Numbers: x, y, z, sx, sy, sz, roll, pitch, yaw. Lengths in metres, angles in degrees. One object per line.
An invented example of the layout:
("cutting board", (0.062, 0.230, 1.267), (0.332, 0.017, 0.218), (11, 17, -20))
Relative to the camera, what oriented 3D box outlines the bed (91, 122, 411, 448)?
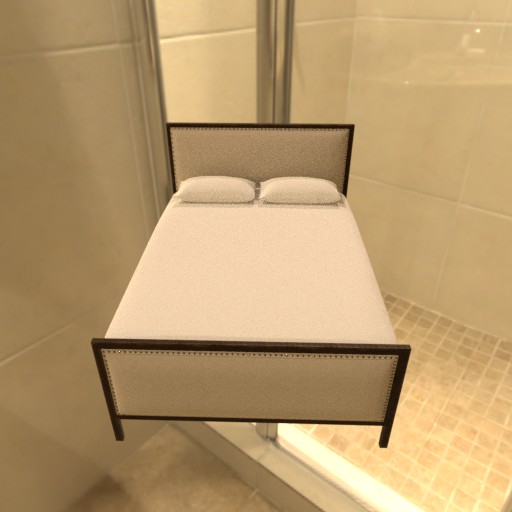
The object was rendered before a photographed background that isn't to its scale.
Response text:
("bed", (0.000, 0.000, 3.193), (1.607, 1.313, 2.221), (1, 31, 1))
